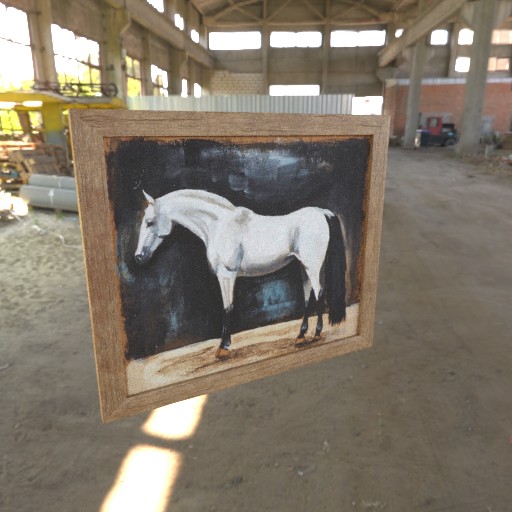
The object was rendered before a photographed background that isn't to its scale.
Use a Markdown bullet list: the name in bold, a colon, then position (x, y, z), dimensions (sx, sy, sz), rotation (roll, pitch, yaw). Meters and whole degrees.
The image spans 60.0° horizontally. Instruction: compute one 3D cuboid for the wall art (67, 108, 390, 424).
- **wall art**: position (0.000, 0.000, 0.955), dimensions (0.690, 0.588, 0.026), rotation (-8, 18, -27)
